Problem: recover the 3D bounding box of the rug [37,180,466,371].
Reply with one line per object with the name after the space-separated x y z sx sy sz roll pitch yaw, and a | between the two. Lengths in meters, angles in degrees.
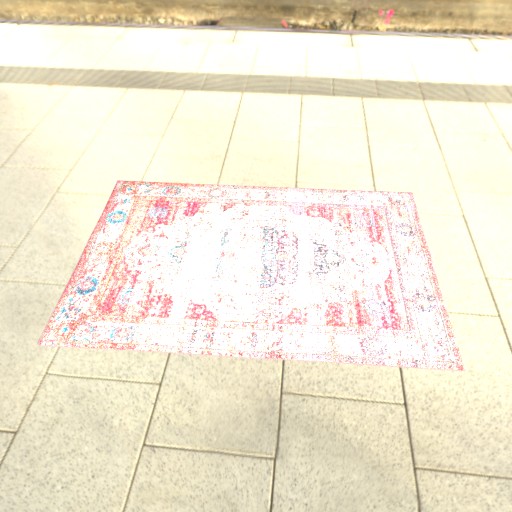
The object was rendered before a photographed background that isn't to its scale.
0.000 0.000 2.307 1.829 0.006 1.219 3 45 3 | rug
